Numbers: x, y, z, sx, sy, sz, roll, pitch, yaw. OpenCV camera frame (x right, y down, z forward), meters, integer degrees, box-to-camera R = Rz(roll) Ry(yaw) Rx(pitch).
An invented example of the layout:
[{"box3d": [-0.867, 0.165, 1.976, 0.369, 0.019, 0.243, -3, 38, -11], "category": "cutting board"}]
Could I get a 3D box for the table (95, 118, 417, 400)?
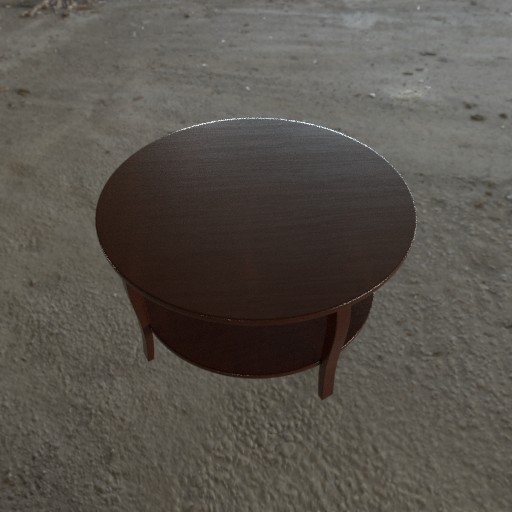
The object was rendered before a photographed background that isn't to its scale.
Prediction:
[{"box3d": [0.000, 0.000, 1.474, 0.911, 0.512, 0.911, 0, 45, 0], "category": "table"}]
